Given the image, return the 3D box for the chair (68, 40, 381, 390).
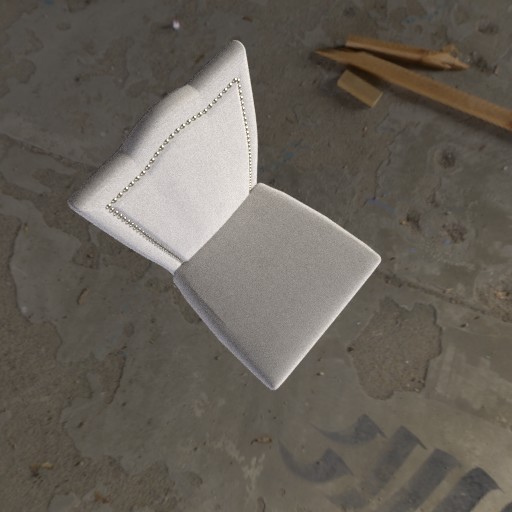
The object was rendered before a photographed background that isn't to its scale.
[{"bbox_3d":[0.000,0.000,1.287,0.589,0.946,0.518,40,79,9],"label":"chair"}]
